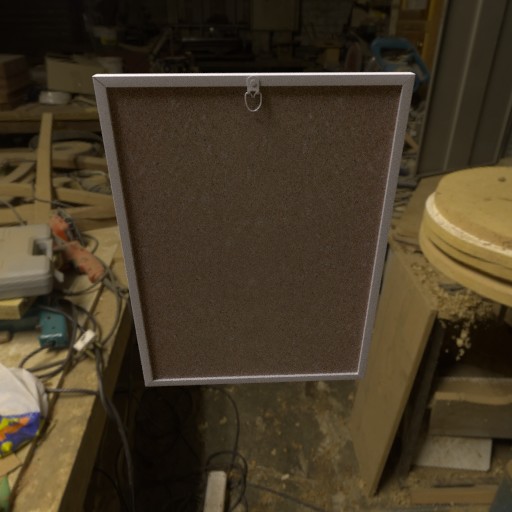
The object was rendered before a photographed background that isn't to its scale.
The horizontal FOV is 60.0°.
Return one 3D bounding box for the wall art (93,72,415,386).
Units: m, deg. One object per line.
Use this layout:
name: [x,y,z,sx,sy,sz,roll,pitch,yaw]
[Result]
wall art: [0.000,0.000,1.380,0.805,1.056,0.042,-1,30,-2]
